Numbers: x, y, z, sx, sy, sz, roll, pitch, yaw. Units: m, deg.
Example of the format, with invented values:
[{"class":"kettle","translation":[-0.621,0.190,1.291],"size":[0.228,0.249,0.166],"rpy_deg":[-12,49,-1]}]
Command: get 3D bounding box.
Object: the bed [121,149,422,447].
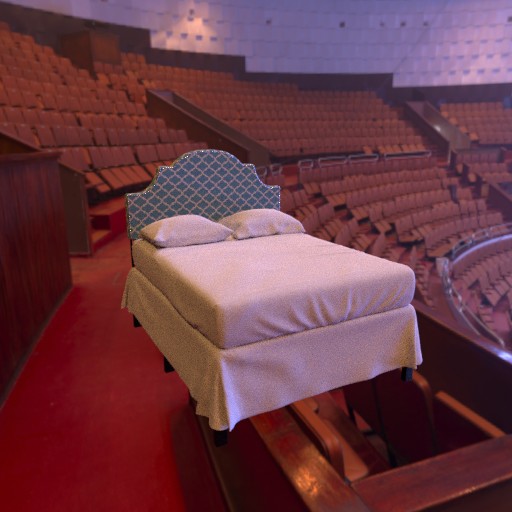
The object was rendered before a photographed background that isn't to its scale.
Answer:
[{"class":"bed","translation":[0.000,0.000,3.564],"size":[1.780,1.633,2.222],"rpy_deg":[-8,17,-28]}]
